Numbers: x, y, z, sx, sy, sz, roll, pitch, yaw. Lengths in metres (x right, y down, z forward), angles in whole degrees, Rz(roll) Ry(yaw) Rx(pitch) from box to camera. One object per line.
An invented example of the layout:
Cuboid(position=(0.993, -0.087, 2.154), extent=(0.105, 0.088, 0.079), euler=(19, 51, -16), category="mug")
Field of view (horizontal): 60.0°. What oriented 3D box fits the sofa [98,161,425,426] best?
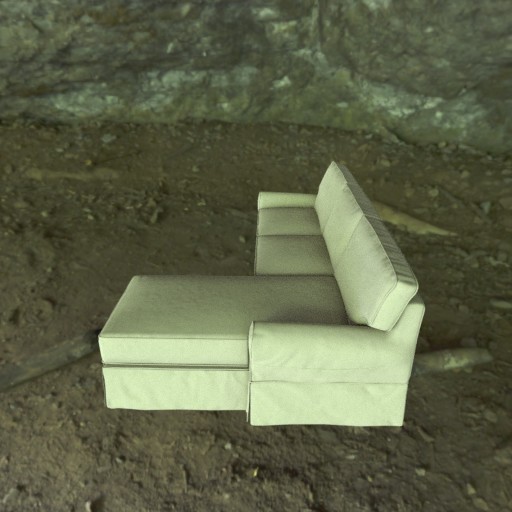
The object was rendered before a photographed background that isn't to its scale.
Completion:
Cuboid(position=(0.000, 0.000, 3.387), extent=(1.733, 0.978, 2.475), euler=(1, 25, 1), category="sofa")
